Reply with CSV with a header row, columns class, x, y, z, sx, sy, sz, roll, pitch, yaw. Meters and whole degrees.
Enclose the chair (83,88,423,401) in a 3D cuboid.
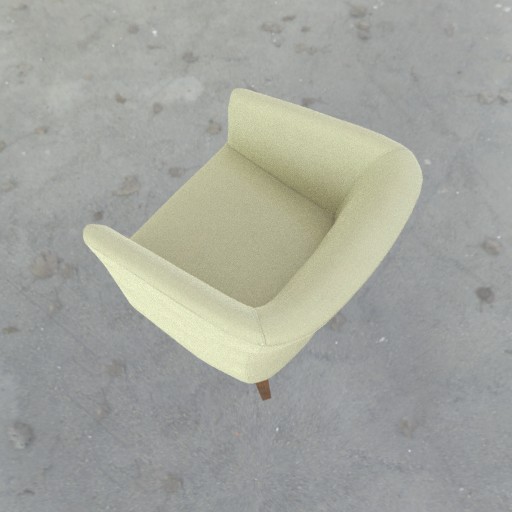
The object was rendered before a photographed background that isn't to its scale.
class,x,y,z,sx,sy,sz,roll,pitch,yaw
chair,0.000,0.000,1.338,0.657,0.822,0.643,34,68,16
